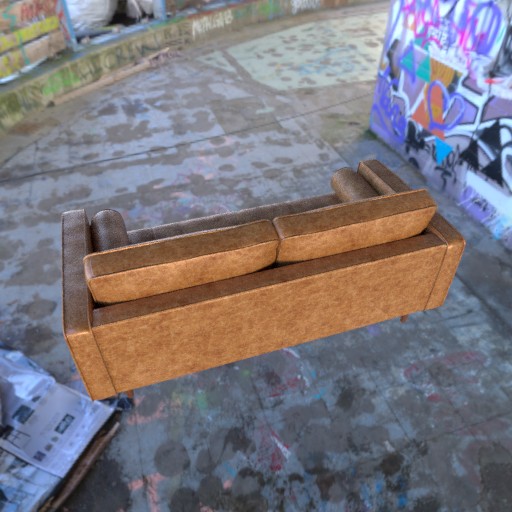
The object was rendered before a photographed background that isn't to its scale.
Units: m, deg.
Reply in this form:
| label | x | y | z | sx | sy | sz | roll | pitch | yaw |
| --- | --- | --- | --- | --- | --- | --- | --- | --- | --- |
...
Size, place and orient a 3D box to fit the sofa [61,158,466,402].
| label | x | y | z | sx | sy | sz | roll | pitch | yaw |
| --- | --- | --- | --- | --- | --- | --- | --- | --- | --- |
| sofa | 0.000 | 0.000 | 2.404 | 1.920 | 0.825 | 0.924 | -12 | 42 | -14 |
